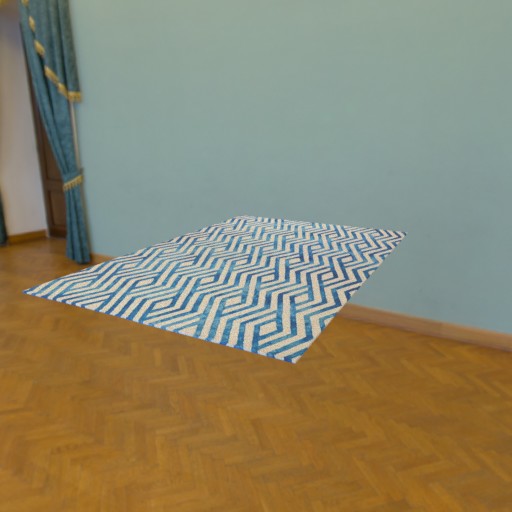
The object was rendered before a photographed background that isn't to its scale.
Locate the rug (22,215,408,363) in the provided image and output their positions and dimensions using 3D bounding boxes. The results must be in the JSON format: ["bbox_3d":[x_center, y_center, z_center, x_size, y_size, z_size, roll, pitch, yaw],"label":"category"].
[{"bbox_3d":[0.000,0.000,2.330,1.225,0.008,1.830,8,18,27],"label":"rug"}]
